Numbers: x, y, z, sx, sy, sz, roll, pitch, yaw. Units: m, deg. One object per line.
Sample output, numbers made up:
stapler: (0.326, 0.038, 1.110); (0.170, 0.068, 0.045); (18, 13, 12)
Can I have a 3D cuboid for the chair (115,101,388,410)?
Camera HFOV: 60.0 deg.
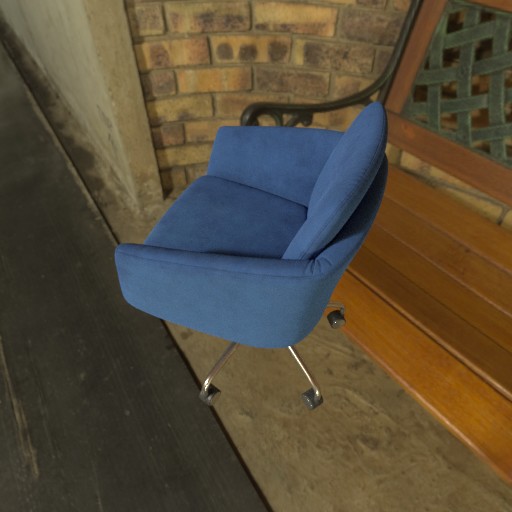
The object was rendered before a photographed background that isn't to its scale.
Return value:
chair: (0.000, 0.000, 1.345); (0.635, 0.908, 0.641); (15, 48, 14)
